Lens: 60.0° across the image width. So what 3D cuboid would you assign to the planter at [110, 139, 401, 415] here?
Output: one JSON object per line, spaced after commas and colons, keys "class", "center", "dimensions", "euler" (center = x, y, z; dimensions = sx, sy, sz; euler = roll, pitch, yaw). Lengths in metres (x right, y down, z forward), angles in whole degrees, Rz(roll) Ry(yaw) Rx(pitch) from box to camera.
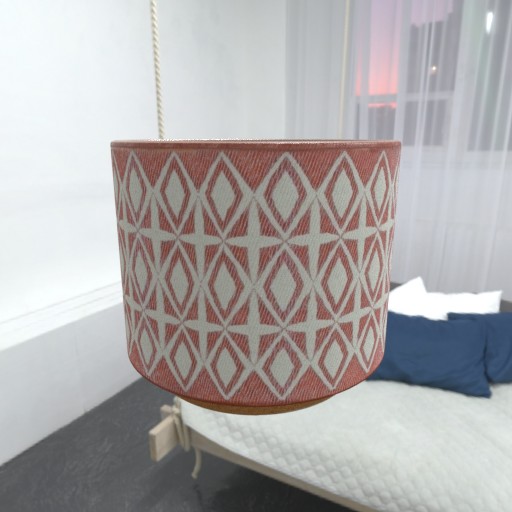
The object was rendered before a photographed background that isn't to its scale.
{"class": "planter", "center": [0.000, 0.000, 0.467], "dimensions": [0.273, 0.237, 0.273], "euler": [0, 15, 0]}
